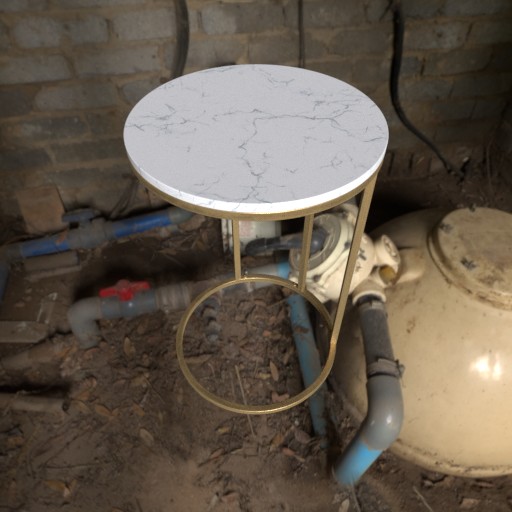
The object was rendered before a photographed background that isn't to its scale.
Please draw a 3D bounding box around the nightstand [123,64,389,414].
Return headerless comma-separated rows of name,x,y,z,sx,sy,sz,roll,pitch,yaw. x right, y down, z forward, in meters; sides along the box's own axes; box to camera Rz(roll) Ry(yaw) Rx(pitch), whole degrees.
nightstand,0.000,0.000,0.904,0.400,0.610,0.400,31,54,26
